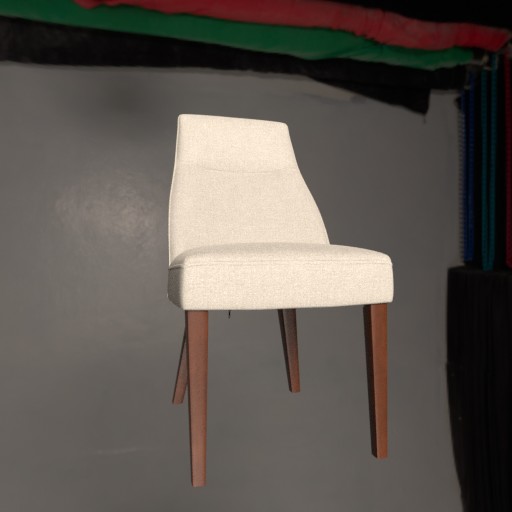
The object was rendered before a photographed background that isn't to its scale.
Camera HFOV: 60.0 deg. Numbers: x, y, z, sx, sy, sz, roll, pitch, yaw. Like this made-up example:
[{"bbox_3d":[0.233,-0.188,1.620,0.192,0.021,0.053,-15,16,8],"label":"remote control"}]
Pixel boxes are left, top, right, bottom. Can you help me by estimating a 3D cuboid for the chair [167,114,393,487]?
[{"bbox_3d":[0.000,0.000,1.250,0.500,0.930,0.620,0,1,-17],"label":"chair"}]
